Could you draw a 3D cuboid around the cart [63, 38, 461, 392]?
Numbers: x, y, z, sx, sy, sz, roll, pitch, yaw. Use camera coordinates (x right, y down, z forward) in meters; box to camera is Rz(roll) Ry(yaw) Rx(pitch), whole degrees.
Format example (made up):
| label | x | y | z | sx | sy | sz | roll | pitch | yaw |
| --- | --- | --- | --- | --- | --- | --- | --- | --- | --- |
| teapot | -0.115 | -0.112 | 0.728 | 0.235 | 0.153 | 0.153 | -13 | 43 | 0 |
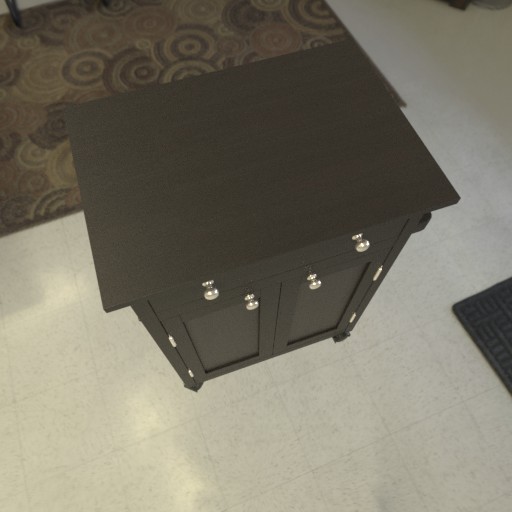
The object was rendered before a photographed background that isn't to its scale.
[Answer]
| label | x | y | z | sx | sy | sz | roll | pitch | yaw |
| --- | --- | --- | --- | --- | --- | --- | --- | --- | --- |
| cart | 0.000 | 0.000 | 1.227 | 0.660 | 0.879 | 0.456 | -17 | 64 | -9 |
